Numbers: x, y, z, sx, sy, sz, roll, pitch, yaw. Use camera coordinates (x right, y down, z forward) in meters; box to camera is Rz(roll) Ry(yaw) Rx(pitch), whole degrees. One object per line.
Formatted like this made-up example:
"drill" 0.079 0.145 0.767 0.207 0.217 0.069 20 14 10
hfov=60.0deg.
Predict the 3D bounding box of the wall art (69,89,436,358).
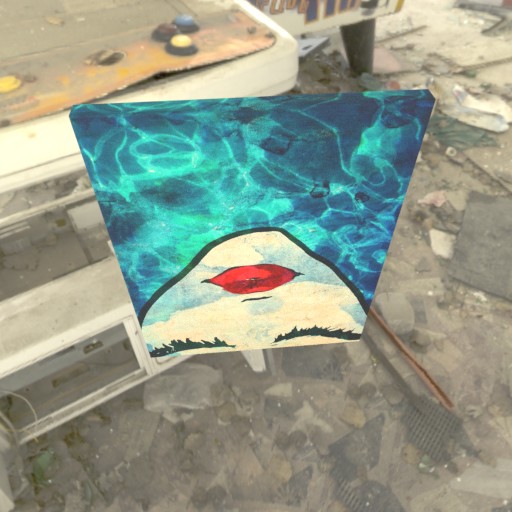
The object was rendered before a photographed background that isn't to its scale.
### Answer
"wall art" 0.000 0.000 1.023 0.609 0.760 0.038 -4 47 -4
